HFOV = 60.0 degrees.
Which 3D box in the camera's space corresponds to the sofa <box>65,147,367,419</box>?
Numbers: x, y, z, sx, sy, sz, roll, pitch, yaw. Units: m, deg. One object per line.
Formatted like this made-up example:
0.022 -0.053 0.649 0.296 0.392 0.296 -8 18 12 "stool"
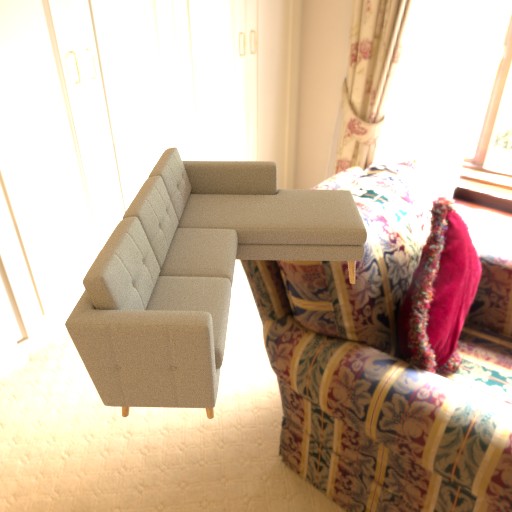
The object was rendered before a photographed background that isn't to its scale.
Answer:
0.000 0.000 2.799 1.530 0.860 2.040 1 31 1 "sofa"
